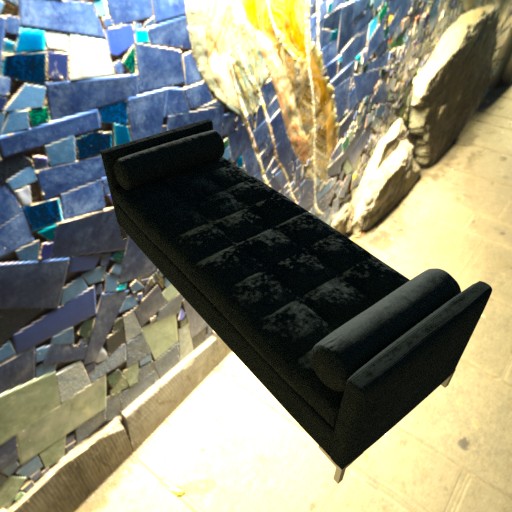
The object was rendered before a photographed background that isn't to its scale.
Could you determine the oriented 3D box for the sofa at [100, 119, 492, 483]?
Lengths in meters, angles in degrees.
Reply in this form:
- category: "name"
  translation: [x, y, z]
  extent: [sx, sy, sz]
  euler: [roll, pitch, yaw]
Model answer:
- category: "sofa"
  translation: [0.000, 0.000, 2.397]
  extent: [0.797, 0.657, 2.102]
  euler: [-26, 47, -28]
